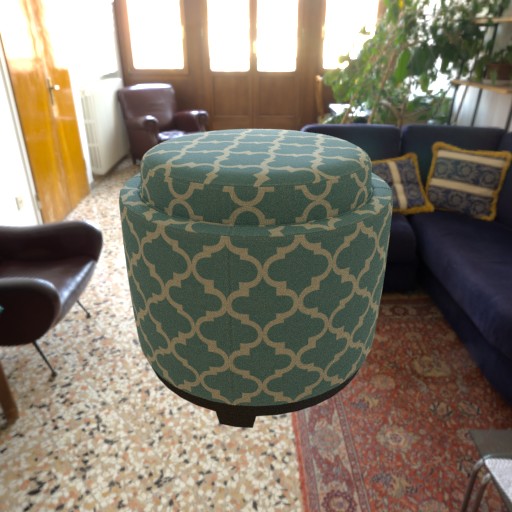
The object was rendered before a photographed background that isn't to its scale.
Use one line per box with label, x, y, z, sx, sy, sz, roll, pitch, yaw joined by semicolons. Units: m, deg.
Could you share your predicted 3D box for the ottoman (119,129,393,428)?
ottoman;0.000;0.000;0.854;0.480;0.429;0.480;0;26;0
